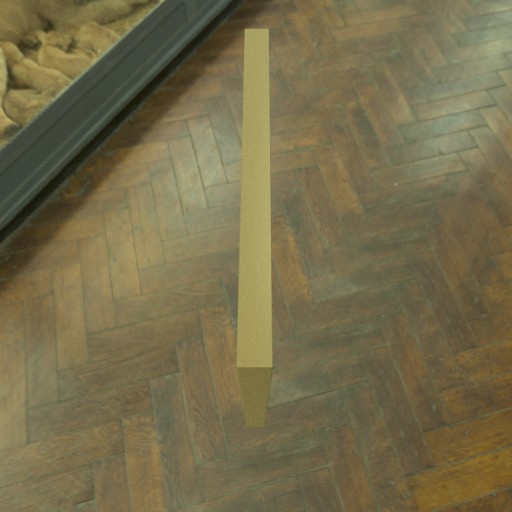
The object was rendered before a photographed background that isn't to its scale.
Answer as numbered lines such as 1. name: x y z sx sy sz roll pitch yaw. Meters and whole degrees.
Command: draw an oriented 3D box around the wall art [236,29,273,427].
1. wall art: 0.000 0.000 0.777 0.036 0.509 0.509 0 63 0
